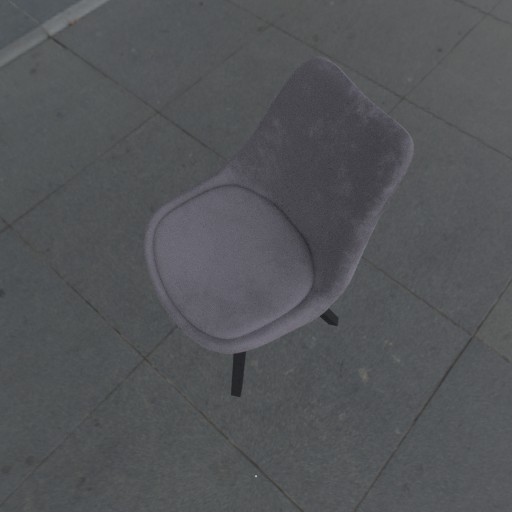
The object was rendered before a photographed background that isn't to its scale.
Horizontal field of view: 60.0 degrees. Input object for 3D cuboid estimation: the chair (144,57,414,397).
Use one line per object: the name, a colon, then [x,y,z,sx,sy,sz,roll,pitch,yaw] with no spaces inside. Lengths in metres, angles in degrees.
chair: [0.000,0.000,1.189,0.550,0.850,0.485,-31,68,-14]
